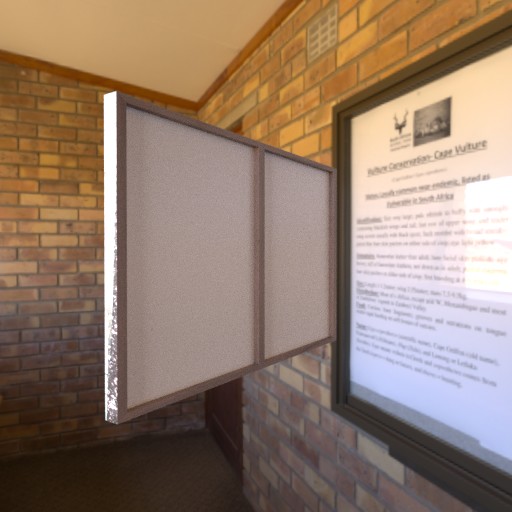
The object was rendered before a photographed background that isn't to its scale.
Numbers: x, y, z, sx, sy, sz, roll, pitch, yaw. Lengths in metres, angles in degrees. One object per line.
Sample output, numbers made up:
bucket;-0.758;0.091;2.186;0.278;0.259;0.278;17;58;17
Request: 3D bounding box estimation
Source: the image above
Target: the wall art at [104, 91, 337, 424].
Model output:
wall art;0.000;0.000;1.181;0.038;0.598;0.919;0;1;35
